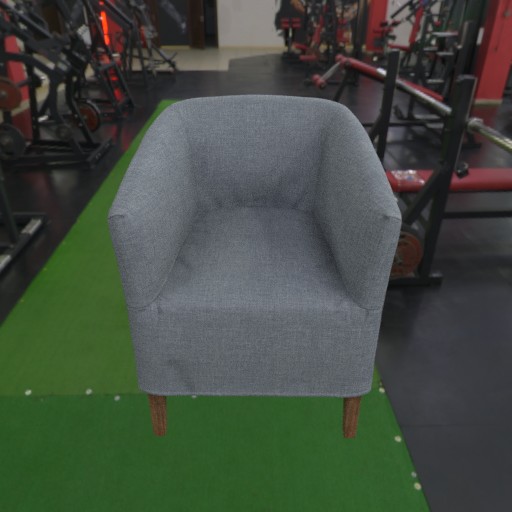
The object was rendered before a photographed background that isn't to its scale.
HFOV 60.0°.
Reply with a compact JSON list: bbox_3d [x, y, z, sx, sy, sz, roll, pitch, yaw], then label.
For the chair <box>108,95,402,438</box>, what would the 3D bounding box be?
[{"bbox_3d":[0.000,0.000,1.282,0.600,0.771,0.668,0,31,1],"label":"chair"}]
